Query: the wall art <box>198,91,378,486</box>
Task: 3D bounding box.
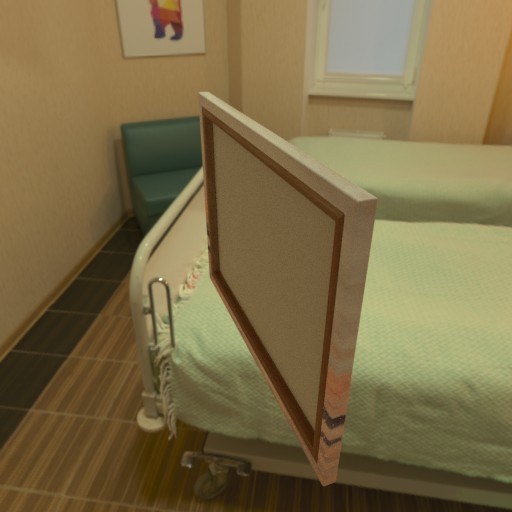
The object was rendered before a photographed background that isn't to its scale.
[{"bbox_3d":[0.000,0.000,1.316,0.038,0.763,1.015,-11,32,-18],"label":"wall art"}]
